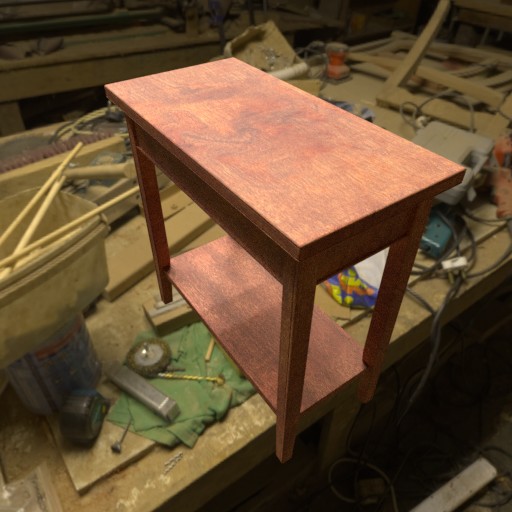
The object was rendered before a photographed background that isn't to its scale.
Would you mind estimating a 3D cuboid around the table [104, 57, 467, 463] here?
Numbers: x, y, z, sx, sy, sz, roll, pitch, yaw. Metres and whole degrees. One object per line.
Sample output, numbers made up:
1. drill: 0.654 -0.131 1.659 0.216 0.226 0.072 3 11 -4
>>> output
1. table: 0.000 0.000 0.949 0.305 0.610 0.610 -25 47 -26
